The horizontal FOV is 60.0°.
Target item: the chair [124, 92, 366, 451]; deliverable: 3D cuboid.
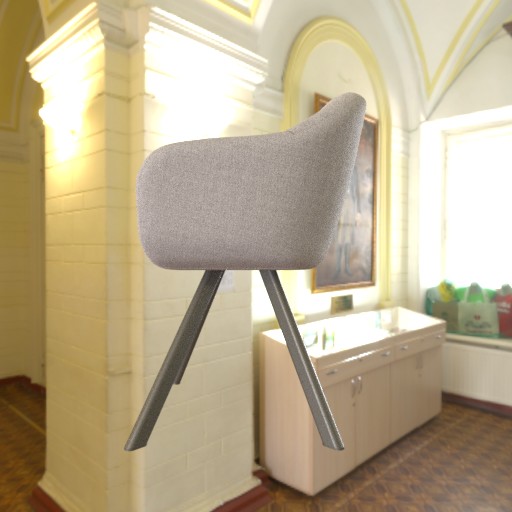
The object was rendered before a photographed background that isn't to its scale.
[{"bbox_3d":[0.000,0.000,1.153,0.550,0.795,0.590,0,1,0],"label":"chair"}]
